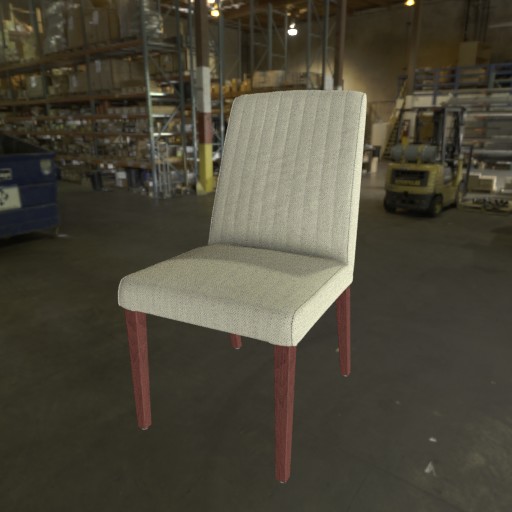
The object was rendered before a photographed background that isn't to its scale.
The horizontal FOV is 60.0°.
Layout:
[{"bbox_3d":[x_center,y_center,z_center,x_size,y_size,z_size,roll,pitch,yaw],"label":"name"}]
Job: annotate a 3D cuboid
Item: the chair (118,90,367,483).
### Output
[{"bbox_3d":[0.000,0.000,1.230,0.480,0.900,0.594,8,18,26],"label":"chair"}]
